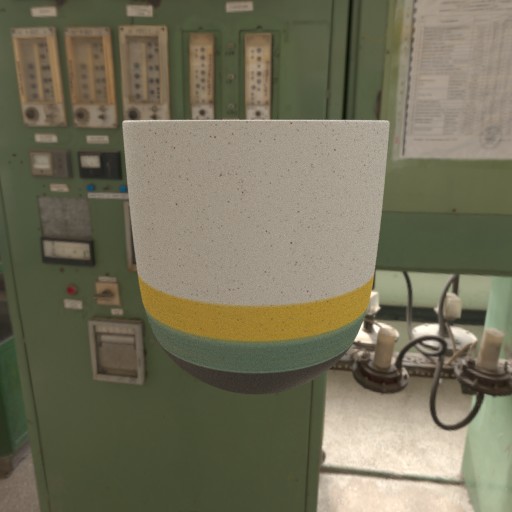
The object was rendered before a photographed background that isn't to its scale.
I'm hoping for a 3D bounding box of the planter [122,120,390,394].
[{"bbox_3d":[0.000,0.000,0.366,0.195,0.214,0.195,0,17,0],"label":"planter"}]
